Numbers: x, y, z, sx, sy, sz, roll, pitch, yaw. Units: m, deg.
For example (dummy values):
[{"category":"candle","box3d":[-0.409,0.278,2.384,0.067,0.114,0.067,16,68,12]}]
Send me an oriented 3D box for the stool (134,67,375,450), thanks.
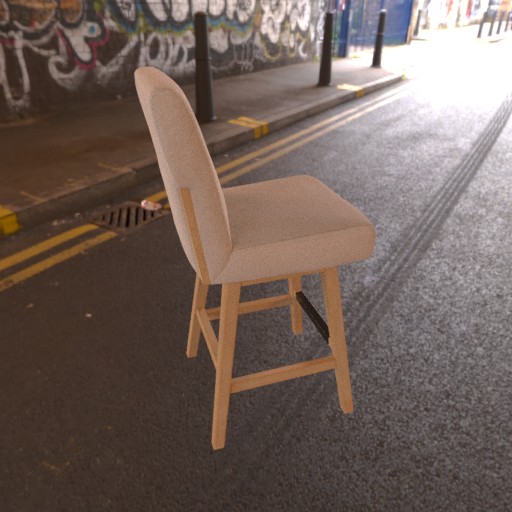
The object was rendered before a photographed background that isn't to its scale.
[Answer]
[{"category":"stool","box3d":[0.000,0.000,1.299,0.543,1.015,0.446,-9,31,-16]}]
